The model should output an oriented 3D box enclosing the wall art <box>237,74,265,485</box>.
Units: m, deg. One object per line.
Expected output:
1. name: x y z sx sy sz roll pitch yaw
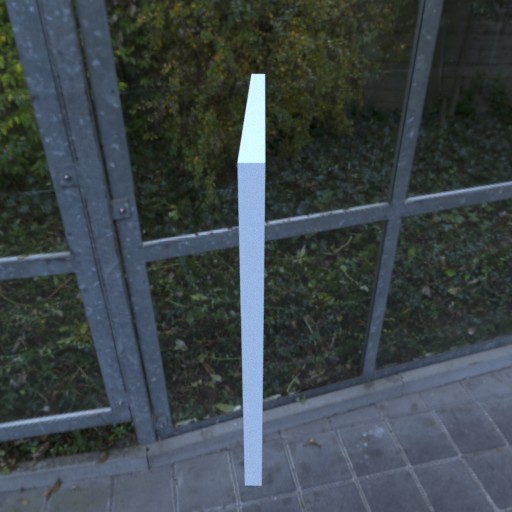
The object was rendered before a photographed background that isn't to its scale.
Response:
1. wall art: 0.000 0.000 0.680 0.023 0.453 0.455 0 31 1
